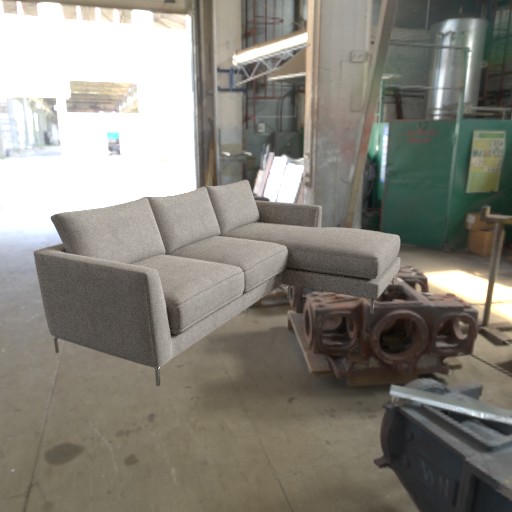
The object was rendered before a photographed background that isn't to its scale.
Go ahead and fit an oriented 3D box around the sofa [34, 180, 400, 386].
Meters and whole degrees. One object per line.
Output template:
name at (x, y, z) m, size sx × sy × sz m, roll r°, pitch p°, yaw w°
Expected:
sofa at (0.000, 0.000, 3.193) m, size 1.626 × 0.864 × 2.438 m, roll 8°, pitch 17°, yaw 27°
